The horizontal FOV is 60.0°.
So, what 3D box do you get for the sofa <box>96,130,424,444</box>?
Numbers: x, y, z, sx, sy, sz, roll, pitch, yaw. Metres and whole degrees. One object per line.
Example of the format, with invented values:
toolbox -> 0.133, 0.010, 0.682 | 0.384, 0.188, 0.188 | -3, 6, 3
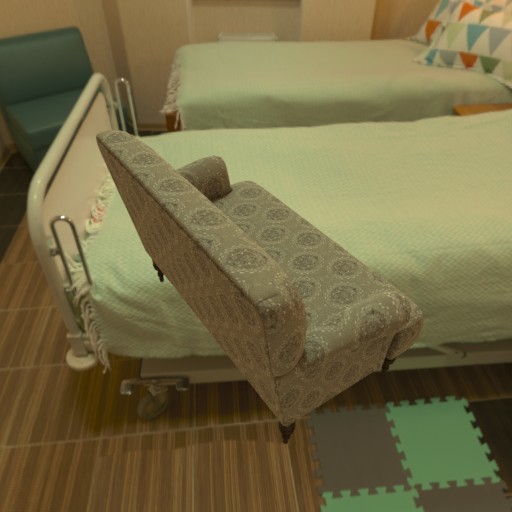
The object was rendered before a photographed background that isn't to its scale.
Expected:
sofa -> 0.000, 0.000, 1.852 | 0.779, 0.889, 1.297 | -24, 46, -26
